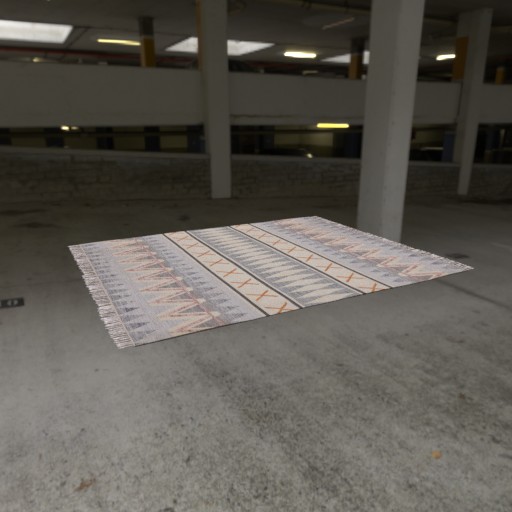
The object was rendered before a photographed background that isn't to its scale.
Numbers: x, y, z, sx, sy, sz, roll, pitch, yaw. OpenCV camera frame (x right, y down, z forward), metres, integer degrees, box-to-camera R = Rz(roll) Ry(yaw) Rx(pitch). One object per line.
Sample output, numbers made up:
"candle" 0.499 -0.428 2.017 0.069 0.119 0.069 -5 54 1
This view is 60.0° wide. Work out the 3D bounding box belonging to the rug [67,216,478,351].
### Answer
"rug" 0.000 0.000 4.062 3.000 0.012 2.371 -9 19 -26
